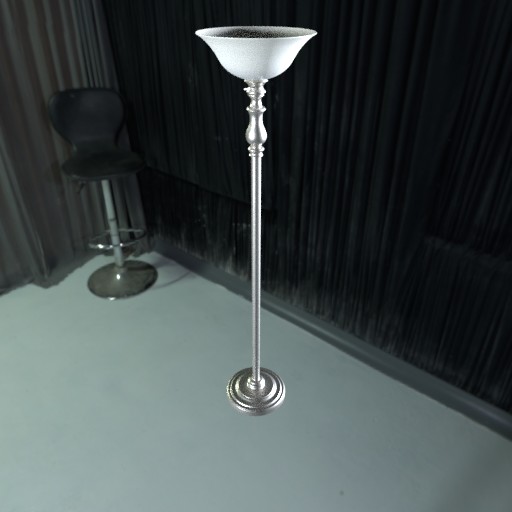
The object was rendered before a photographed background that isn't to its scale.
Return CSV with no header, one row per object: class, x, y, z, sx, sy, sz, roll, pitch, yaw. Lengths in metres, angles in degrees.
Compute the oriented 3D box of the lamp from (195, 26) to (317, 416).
lamp,0.000,0.000,1.953,0.405,1.771,0.405,21,38,30
